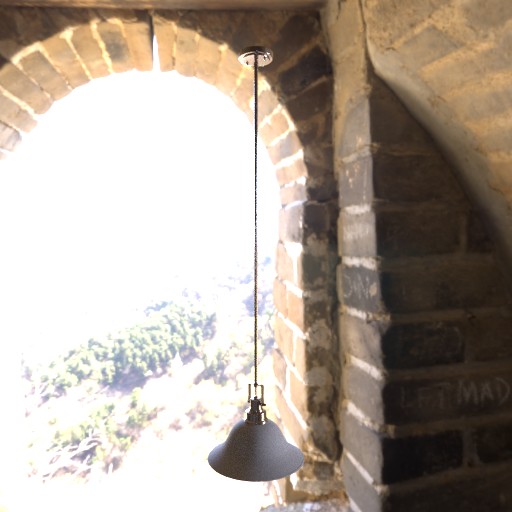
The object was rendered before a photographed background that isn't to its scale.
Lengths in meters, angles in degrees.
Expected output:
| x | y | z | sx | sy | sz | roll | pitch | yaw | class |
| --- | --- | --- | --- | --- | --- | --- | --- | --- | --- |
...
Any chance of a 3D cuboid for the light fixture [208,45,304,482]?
| x | y | z | sx | sy | sz | roll | pitch | yaw | class |
| --- | --- | --- | --- | --- | --- | --- | --- | --- | --- |
| 0.000 | 0.000 | 1.486 | 0.324 | 1.354 | 0.324 | 0 | 0 | 35 | light fixture |
